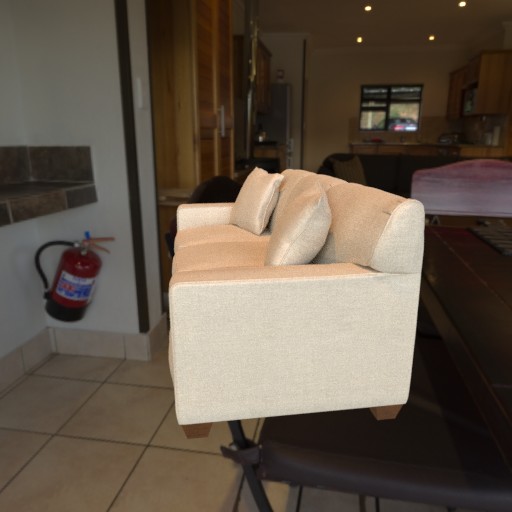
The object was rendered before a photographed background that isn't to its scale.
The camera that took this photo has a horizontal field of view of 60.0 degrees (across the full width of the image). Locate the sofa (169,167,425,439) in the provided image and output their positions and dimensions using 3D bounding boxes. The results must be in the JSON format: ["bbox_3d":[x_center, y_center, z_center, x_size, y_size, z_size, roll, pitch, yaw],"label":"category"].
[{"bbox_3d":[0.000,0.000,2.604,0.997,0.958,2.024,-2,15,-9],"label":"sofa"}]
